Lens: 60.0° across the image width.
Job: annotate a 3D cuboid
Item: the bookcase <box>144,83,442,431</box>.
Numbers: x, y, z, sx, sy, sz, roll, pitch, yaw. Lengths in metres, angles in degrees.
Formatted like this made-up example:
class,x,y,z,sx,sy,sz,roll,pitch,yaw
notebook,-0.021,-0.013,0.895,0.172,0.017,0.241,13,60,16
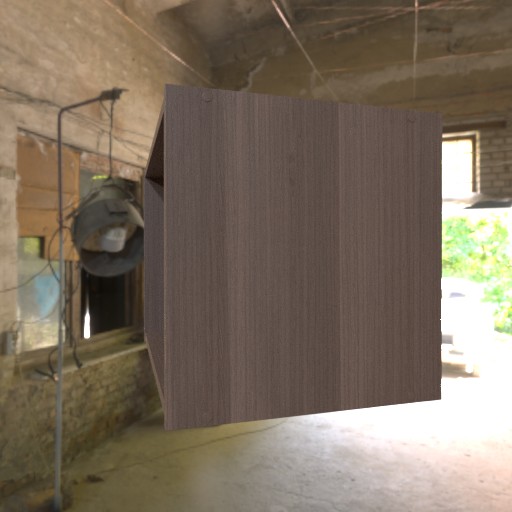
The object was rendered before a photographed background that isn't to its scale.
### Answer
class,x,y,z,sx,sy,sz,roll,pitch,yaw
bookcase,0.000,0.000,0.628,0.290,0.305,0.415,0,0,-17
